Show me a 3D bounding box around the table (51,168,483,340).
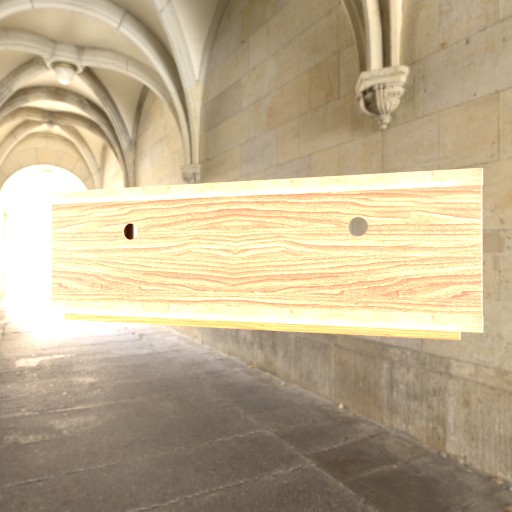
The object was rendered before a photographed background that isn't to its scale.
[{"bbox_3d":[0.000,0.000,1.711,1.499,0.491,0.499,0,0,18],"label":"table"}]
